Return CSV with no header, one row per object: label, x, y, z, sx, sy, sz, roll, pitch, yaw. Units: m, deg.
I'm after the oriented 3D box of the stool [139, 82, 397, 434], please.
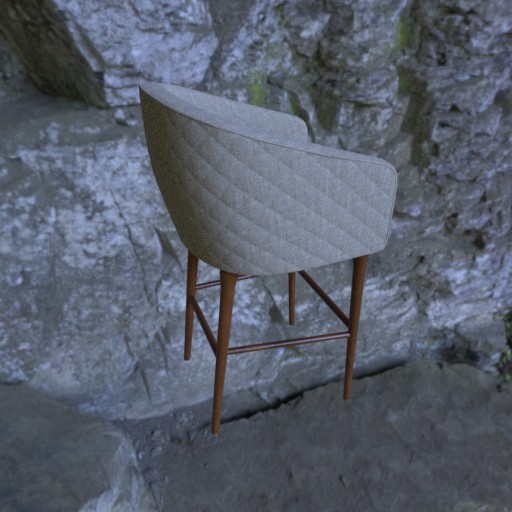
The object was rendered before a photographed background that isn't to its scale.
stool,0.000,0.000,1.443,0.607,1.078,0.559,-12,33,-19
